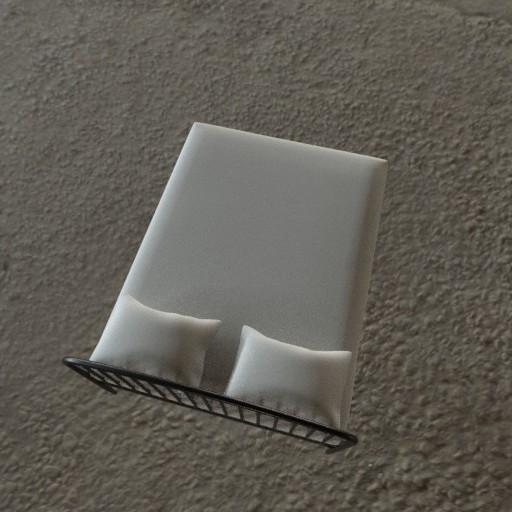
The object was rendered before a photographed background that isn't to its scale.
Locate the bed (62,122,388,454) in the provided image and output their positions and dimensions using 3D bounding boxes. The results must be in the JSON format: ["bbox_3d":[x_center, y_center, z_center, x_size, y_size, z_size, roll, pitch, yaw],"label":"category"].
[{"bbox_3d":[0.000,0.000,3.097,1.618,1.166,2.159,13,64,7],"label":"bed"}]
